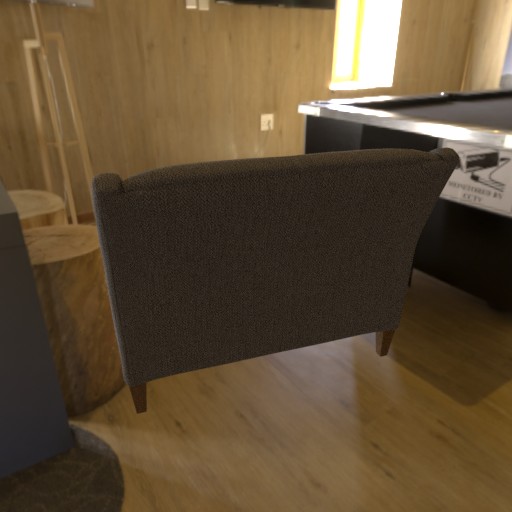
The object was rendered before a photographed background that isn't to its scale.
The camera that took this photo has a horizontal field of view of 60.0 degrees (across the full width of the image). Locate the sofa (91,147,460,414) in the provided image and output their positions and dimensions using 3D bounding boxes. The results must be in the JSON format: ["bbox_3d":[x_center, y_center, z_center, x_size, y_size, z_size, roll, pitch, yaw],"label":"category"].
[{"bbox_3d":[0.000,0.000,1.933,1.242,1.022,0.873,-8,27,-17],"label":"sofa"}]
